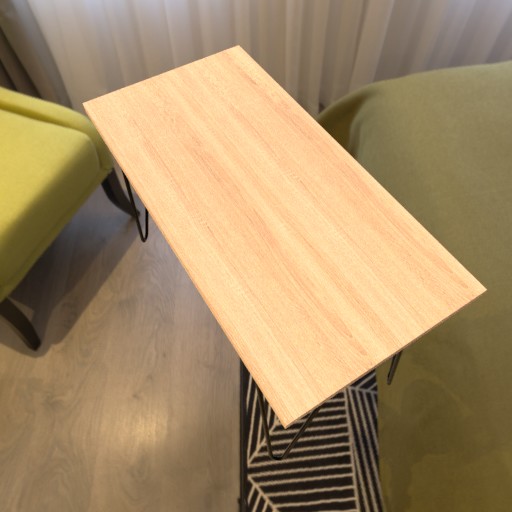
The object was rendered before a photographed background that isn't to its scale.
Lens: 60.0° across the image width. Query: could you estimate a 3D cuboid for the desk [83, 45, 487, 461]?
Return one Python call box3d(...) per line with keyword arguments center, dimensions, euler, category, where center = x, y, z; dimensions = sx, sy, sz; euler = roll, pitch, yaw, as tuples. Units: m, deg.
box3d(center=(0.000, 0.000, 1.342), dimensions=(0.499, 0.660, 0.991), euler=(-28, 62, -16), category="desk")
